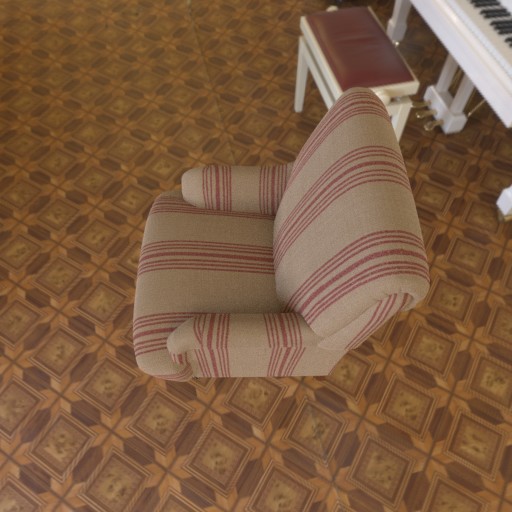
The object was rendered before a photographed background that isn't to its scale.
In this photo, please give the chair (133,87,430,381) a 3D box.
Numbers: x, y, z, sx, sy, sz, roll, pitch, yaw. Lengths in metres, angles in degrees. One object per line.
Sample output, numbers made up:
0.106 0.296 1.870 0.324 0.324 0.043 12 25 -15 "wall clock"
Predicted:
0.000 0.000 1.913 1.058 1.123 0.933 -1 58 -1 "chair"
